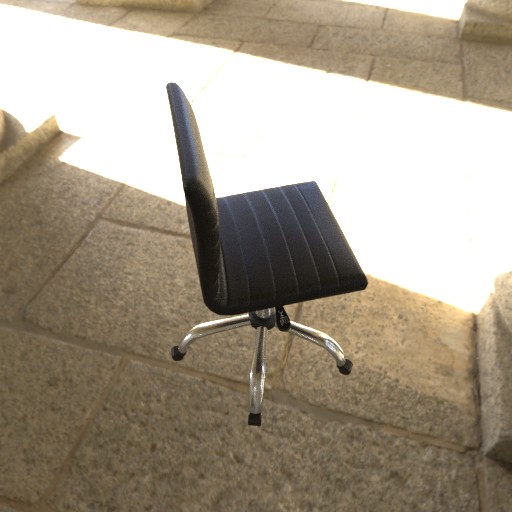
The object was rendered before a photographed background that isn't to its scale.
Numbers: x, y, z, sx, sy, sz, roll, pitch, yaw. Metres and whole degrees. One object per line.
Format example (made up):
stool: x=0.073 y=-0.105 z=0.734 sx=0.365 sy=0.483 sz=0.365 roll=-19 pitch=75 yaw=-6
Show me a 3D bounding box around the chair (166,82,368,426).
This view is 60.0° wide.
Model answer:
chair: x=0.000 y=0.000 z=1.133 sx=0.530 sy=0.780 sz=0.556 roll=-9 pitch=46 yaw=-9
